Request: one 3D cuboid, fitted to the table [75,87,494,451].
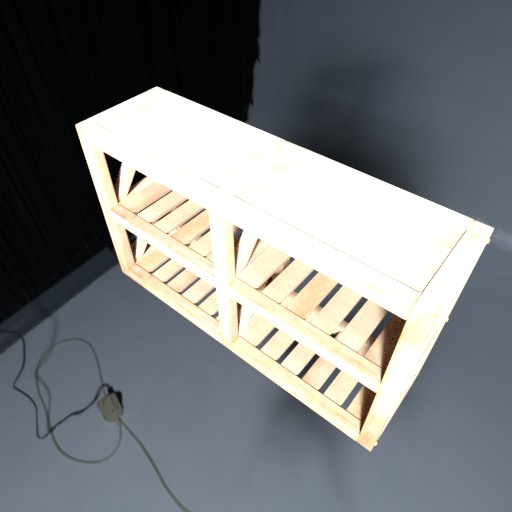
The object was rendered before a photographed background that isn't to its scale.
[{"bbox_3d":[0.000,0.000,1.624,1.320,0.762,0.381,30,53,26],"label":"table"}]
